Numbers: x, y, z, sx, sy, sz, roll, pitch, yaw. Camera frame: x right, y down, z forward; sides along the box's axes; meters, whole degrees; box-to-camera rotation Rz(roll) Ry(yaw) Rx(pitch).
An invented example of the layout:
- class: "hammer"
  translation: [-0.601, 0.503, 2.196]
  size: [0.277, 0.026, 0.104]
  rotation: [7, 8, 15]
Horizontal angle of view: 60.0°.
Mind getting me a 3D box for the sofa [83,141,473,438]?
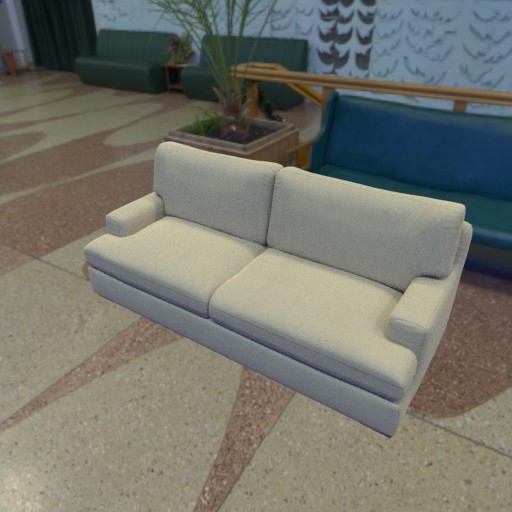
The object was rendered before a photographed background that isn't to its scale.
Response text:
- class: "sofa"
  translation: [0.000, 0.000, 2.641]
  size: [2.147, 0.925, 0.929]
  rotation: [19, 35, 28]
